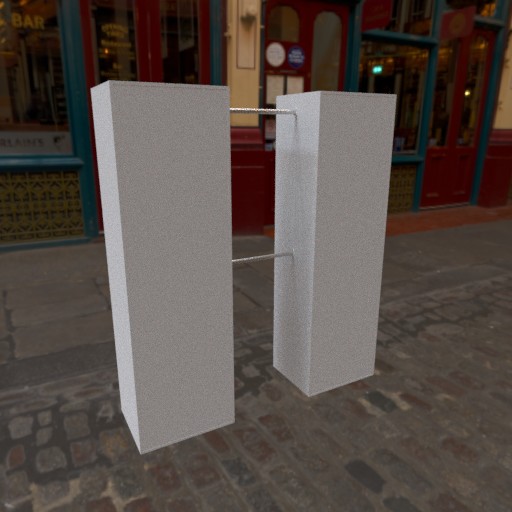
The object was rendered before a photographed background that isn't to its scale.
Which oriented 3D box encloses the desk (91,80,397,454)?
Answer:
[{"bbox_3d":[0.000,0.000,2.873,1.770,2.000,0.480,-9,18,-28],"label":"desk"}]
